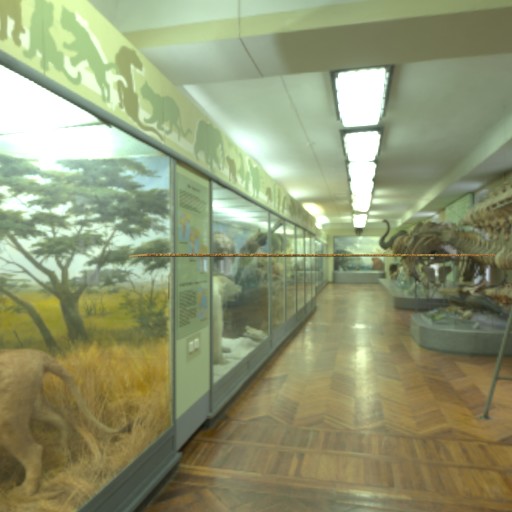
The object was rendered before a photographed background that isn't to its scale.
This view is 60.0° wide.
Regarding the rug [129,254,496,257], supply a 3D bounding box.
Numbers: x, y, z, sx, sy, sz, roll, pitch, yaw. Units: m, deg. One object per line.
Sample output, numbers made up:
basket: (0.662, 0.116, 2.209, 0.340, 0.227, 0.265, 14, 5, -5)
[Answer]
rug: (0.000, 0.000, 2.150, 1.143, 0.006, 1.747, 0, 0, -18)
